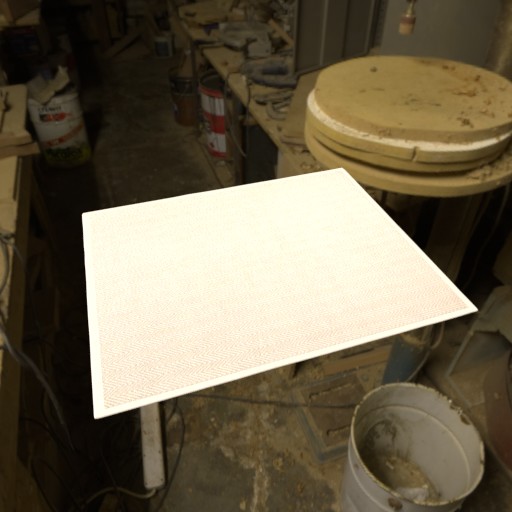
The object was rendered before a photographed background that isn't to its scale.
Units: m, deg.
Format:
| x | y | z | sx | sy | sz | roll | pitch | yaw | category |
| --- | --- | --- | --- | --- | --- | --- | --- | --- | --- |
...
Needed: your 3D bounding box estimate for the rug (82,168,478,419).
| x | y | z | sx | sy | sz | roll | pitch | yaw | category |
| --- | --- | --- | --- | --- | --- | --- | --- | --- | --- |
| 0.000 | 0.000 | 4.100 | 3.009 | 0.019 | 2.423 | -12 | 42 | -14 | rug |
